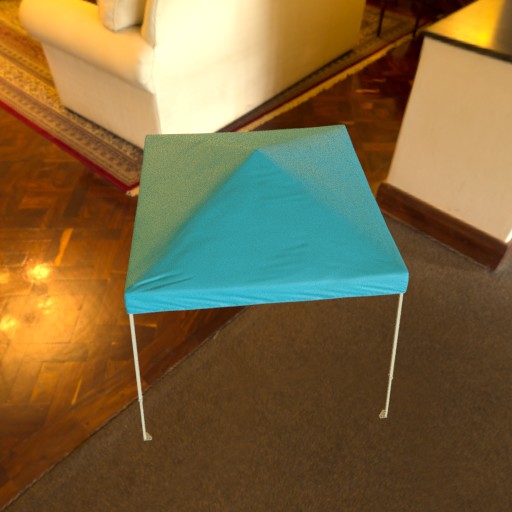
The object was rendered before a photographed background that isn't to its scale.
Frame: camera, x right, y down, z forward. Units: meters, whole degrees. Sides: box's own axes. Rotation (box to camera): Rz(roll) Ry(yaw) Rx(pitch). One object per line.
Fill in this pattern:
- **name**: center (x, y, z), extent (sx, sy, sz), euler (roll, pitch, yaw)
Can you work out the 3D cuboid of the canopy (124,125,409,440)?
- **canopy**: center (0.000, 0.000, 5.076), extent (2.850, 2.850, 2.849), euler (-4, 47, -4)
